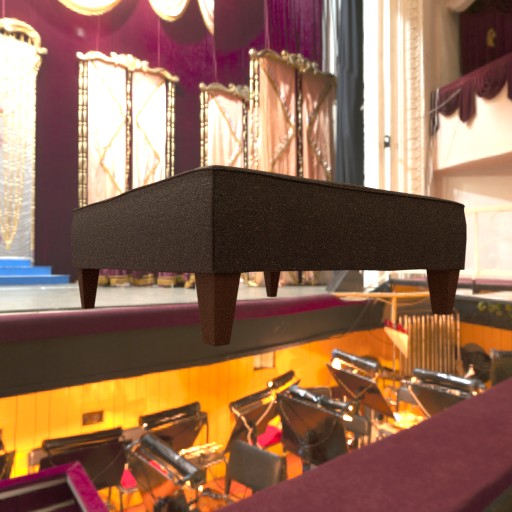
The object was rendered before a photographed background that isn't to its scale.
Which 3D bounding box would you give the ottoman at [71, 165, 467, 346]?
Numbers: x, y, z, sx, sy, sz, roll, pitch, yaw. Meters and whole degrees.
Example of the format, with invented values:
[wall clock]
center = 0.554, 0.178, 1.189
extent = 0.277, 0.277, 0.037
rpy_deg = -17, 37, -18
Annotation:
[ottoman]
center = 0.000, 0.000, 1.536
extent = 0.968, 0.382, 1.004
rpy_deg = 1, -1, -37
